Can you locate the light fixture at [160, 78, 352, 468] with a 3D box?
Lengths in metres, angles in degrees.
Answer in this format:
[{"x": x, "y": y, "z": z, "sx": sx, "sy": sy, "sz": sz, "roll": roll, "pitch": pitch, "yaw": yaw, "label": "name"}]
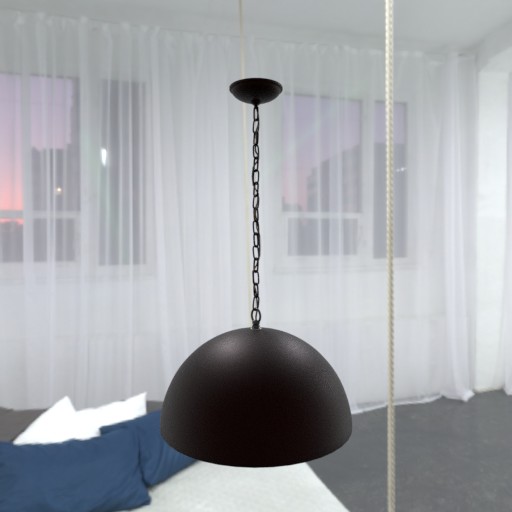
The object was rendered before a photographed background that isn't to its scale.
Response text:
[{"x": 0.000, "y": 0.000, "z": 1.153, "sx": 0.492, "sy": 0.869, "sz": 0.492, "roll": 0, "pitch": 1, "yaw": -35, "label": "light fixture"}]
